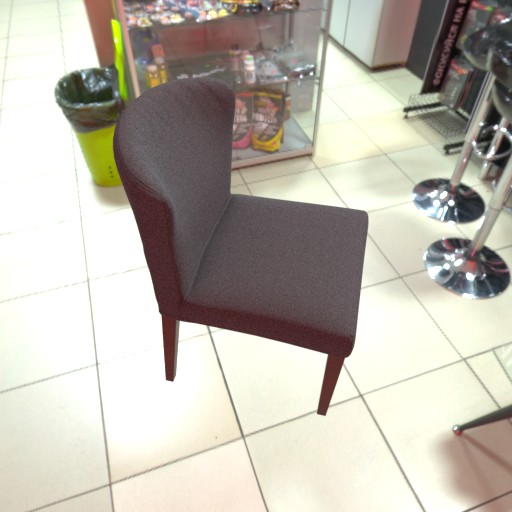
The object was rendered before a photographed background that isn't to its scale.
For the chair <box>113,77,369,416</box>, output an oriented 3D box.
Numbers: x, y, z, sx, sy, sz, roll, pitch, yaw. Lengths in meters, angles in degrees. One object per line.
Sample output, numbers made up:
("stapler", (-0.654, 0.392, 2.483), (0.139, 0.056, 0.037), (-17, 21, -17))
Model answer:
("chair", (0.000, 0.000, 1.233), (0.592, 0.839, 0.491), (10, 47, 9))
